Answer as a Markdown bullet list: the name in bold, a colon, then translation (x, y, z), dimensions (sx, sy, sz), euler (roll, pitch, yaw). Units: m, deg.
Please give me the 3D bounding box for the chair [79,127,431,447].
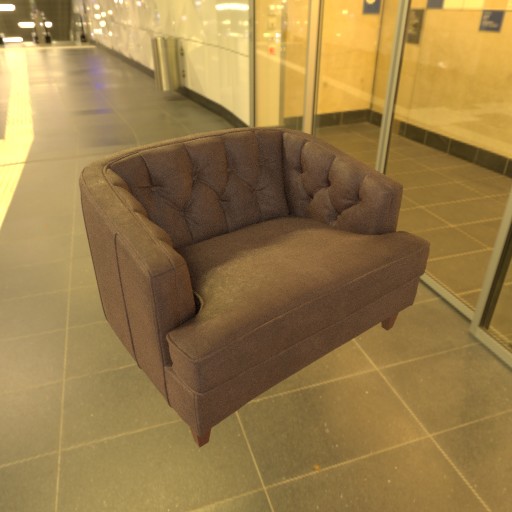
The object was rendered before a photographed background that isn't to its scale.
- **chair**: translation (0.000, 0.000, 1.751), dimensions (1.118, 0.787, 0.914), euler (-21, 36, -32)
